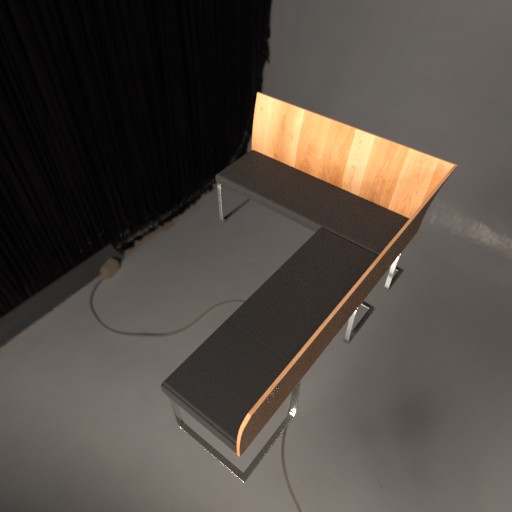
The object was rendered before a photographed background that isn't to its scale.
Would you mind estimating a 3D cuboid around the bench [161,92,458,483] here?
[{"bbox_3d":[0.000,0.000,2.738,1.495,0.930,1.945,30,53,25],"label":"bench"}]
